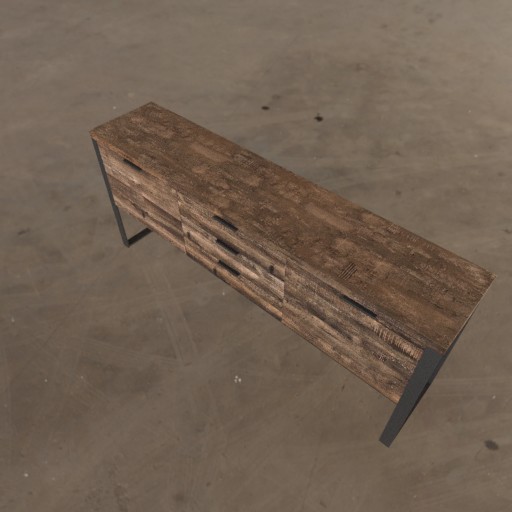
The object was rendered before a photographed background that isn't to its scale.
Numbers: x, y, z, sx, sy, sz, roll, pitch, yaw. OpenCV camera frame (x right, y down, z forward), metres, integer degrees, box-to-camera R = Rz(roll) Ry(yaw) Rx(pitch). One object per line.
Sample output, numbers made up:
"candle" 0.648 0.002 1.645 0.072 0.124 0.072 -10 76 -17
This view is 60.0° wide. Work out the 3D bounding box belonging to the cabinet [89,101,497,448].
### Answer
"cabinet" 0.000 0.000 2.063 1.800 0.762 0.395 33 55 27
